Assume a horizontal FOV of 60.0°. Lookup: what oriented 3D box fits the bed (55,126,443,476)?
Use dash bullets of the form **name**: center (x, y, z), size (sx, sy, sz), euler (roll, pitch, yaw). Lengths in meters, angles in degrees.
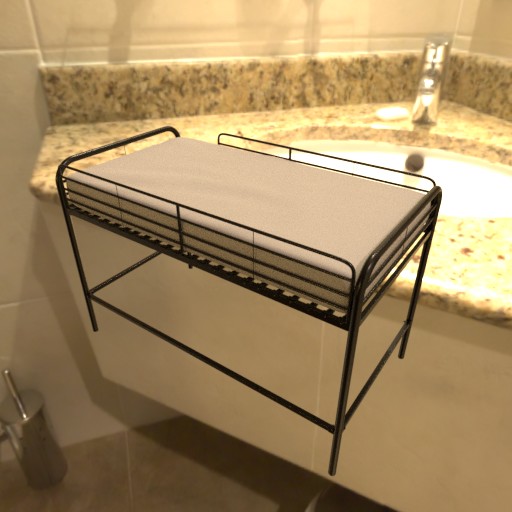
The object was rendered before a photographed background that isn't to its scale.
- **bed**: center (0.000, 0.000, 2.915), size (1.968, 1.289, 1.393), euler (20, 37, 29)
